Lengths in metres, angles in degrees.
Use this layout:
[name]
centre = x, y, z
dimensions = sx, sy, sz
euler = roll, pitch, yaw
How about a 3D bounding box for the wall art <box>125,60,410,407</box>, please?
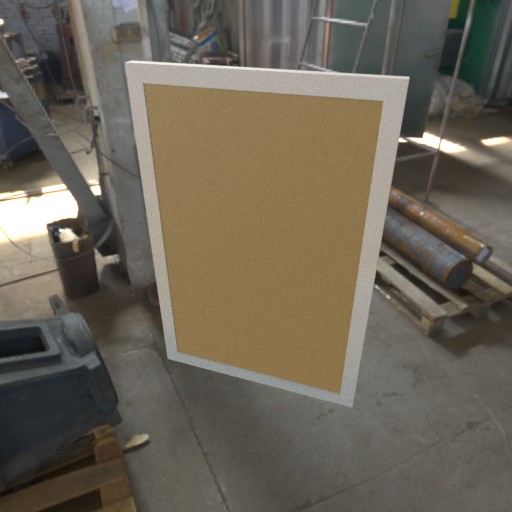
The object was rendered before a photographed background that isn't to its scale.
[wall art]
centre = 0.000, 0.000, 1.451
dimensions = 0.764, 1.143, 0.038
euler = 10, 33, 16
